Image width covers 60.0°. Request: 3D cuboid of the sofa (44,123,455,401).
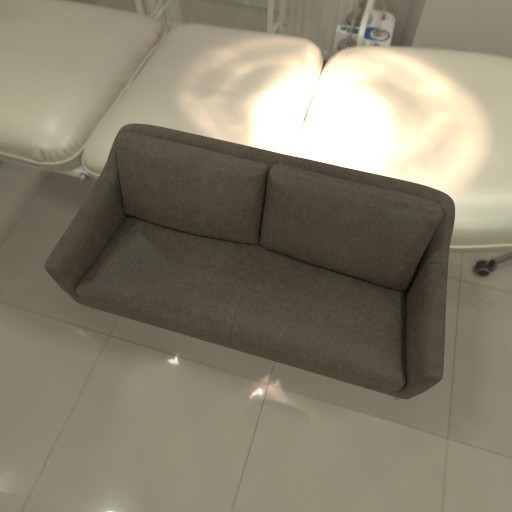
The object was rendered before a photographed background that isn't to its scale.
[{"bbox_3d":[0.000,0.000,2.483,2.036,0.902,0.960,15,60,9],"label":"sofa"}]
